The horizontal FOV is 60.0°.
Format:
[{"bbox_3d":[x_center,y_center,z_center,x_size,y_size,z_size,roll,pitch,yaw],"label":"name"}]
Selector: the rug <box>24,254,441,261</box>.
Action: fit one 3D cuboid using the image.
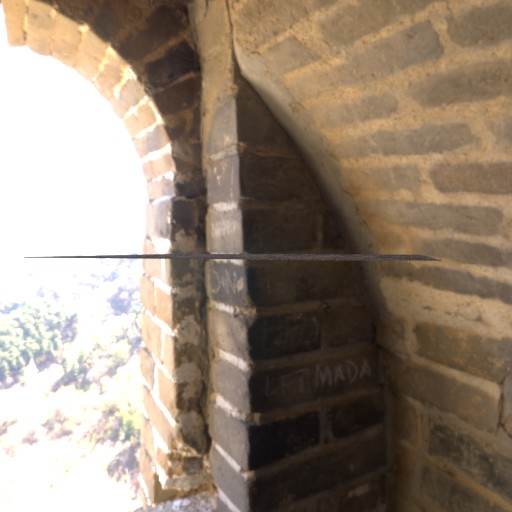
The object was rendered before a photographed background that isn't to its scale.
[{"bbox_3d":[0.000,0.000,4.060,2.977,0.008,2.380,0,1,18],"label":"rug"}]
